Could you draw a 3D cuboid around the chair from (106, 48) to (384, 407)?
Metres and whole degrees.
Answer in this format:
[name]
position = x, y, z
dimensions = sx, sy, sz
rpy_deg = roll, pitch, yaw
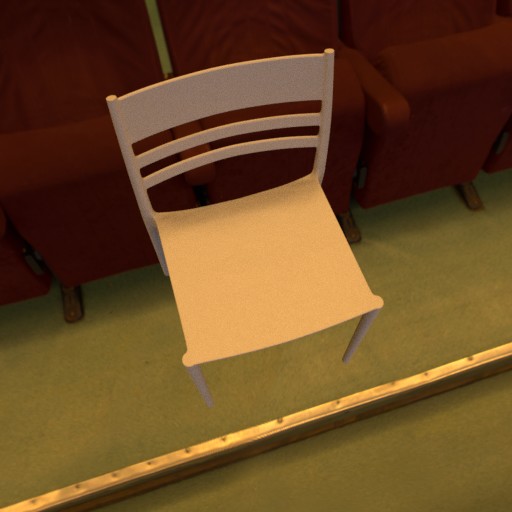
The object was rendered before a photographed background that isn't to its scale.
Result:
[chair]
position = 0.000, 0.000, 1.140
dimensions = 0.531, 0.800, 0.511
rpy_deg = -16, 63, -8
